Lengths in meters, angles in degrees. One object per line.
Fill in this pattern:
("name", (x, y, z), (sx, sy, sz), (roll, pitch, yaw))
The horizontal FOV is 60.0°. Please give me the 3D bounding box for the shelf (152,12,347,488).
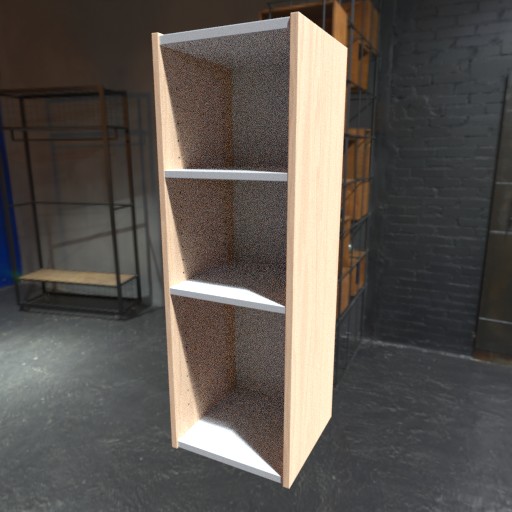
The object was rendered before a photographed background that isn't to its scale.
("shelf", (0.000, 0.000, 1.007), (0.300, 0.900, 0.290), (7, 15, 26))
